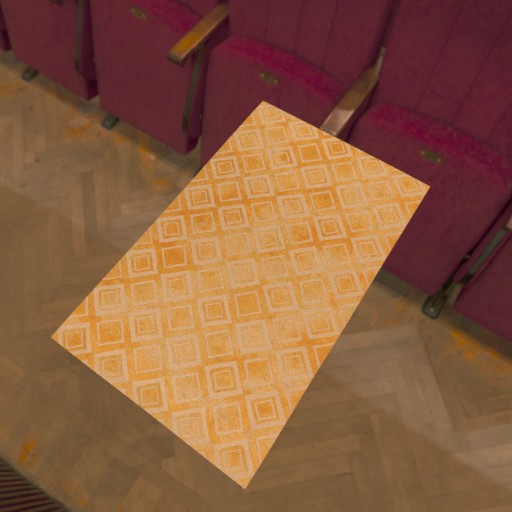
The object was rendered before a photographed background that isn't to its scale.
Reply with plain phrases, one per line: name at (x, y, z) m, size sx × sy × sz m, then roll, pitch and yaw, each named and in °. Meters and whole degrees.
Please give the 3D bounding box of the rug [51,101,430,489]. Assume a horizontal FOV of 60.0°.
rug at (0.000, 0.000, 3.061) m, size 1.511 × 0.010 × 2.424 m, roll 32°, pitch 68°, yaw 14°
